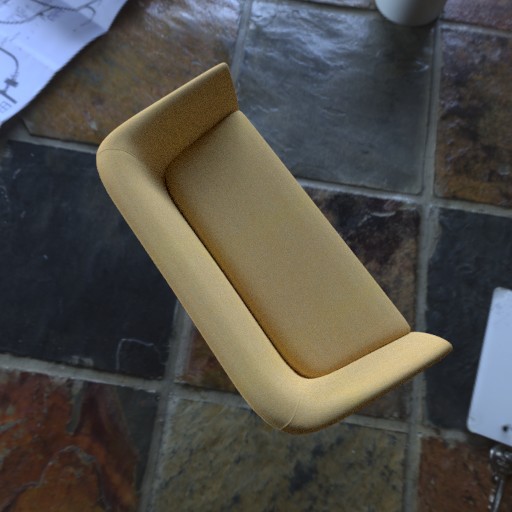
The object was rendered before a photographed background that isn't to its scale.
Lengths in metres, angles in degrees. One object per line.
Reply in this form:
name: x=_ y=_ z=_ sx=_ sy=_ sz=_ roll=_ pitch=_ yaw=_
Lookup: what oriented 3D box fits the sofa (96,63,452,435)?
sofa: x=0.000 y=0.000 z=1.866 sx=0.705 sy=0.721 sz=1.452 roll=-34 pitch=78 yaw=-8
